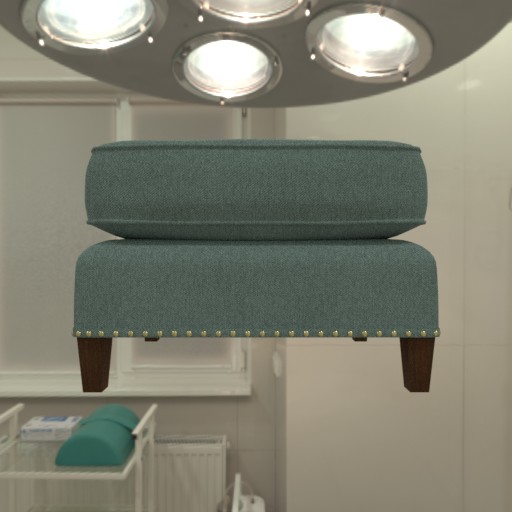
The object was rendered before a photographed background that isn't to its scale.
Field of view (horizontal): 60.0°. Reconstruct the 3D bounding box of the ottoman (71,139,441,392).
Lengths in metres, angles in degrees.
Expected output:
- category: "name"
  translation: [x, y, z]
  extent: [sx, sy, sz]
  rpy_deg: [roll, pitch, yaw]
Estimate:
- category: "ottoman"
  translation: [0.000, 0.000, 1.155]
  extent: [0.738, 0.537, 0.589]
  rpy_deg: [0, 1, 0]
